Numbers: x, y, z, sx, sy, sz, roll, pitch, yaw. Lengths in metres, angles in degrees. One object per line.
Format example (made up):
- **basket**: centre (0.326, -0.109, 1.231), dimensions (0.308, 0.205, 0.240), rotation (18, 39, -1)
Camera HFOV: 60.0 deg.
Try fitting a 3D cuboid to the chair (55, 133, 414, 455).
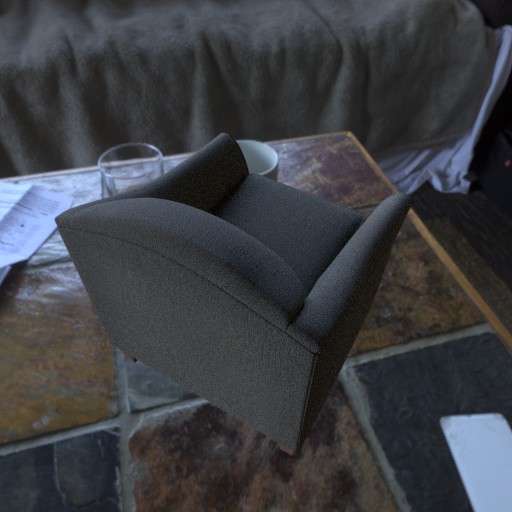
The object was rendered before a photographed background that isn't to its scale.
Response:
- **chair**: centre (0.000, 0.000, 1.443), dimensions (0.763, 0.839, 0.787), rotation (23, 52, 20)
